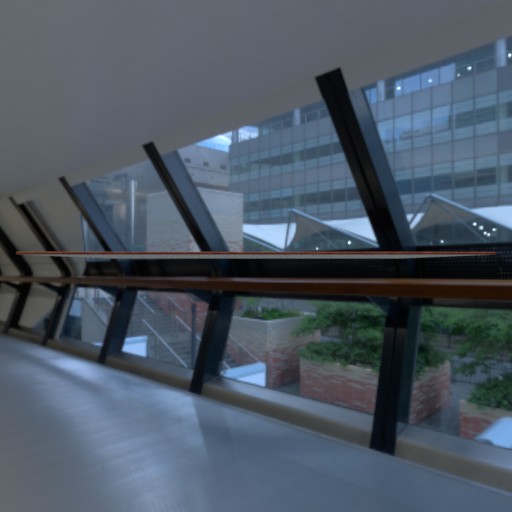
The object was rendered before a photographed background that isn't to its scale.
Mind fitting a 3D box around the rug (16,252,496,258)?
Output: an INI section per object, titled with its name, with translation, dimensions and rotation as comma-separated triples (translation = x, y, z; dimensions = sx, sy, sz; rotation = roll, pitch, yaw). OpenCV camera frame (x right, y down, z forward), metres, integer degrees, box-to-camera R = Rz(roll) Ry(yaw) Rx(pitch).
[rug]
translation = 0.000, 0.000, 3.006
dimensions = 2.438, 0.014, 1.524
rotation = 0, -1, 0
